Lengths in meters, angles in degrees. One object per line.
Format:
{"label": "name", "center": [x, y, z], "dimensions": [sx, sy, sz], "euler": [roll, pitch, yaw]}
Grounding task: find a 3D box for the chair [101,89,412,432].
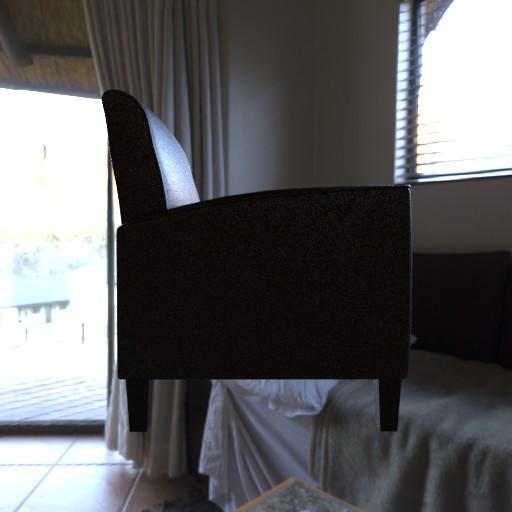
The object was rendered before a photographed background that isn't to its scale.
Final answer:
{"label": "chair", "center": [0.000, 0.000, 1.535], "dimensions": [0.819, 0.916, 0.820], "euler": [0, 1, 0]}
